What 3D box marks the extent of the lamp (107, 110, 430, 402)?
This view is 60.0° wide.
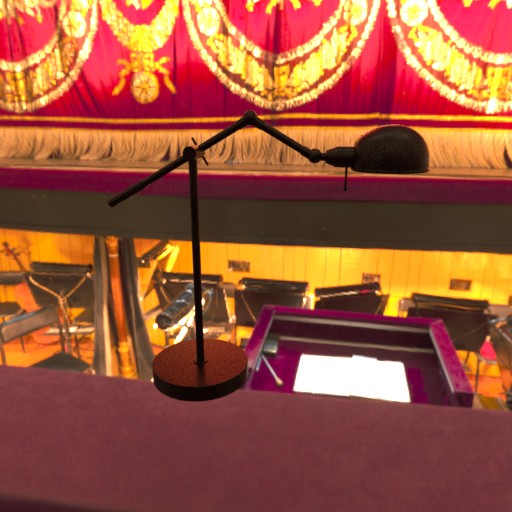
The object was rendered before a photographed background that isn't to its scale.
[{"bbox_3d":[0.000,0.000,0.789,0.567,0.495,0.185,3,17,9],"label":"lamp"}]
